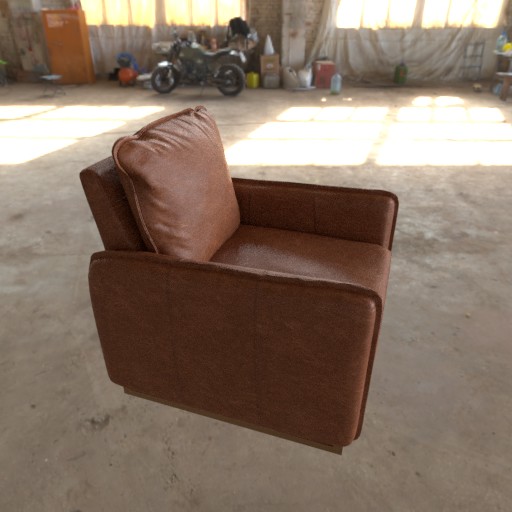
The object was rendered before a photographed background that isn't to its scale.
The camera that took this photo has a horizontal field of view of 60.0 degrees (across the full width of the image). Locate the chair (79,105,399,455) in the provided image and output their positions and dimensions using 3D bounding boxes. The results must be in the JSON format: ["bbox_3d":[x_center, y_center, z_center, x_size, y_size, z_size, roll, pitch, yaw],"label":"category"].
[{"bbox_3d":[0.000,0.000,1.580,0.922,0.922,0.830,10,31,16],"label":"chair"}]
